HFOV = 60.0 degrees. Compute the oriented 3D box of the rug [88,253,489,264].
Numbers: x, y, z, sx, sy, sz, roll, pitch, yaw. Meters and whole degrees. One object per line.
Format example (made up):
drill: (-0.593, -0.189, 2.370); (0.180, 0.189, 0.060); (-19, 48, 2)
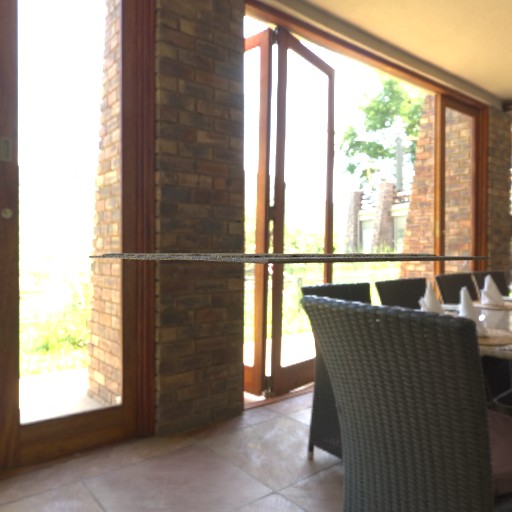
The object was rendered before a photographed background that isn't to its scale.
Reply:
rug: (0.000, 0.000, 2.330); (1.222, 0.030, 1.823); (0, 0, -36)
